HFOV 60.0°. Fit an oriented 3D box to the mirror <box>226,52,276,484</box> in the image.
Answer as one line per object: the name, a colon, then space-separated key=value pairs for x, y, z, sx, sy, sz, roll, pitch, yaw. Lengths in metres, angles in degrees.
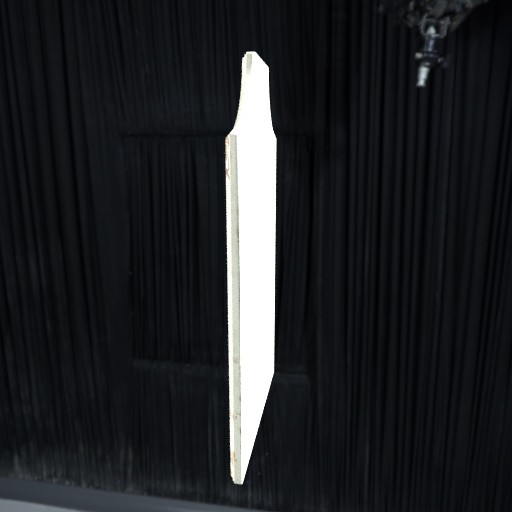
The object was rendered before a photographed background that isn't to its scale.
mirror: x=0.000 y=0.000 z=0.876 sx=0.022 sy=0.717 sz=0.403 roll=2 pitch=14 yaw=10
